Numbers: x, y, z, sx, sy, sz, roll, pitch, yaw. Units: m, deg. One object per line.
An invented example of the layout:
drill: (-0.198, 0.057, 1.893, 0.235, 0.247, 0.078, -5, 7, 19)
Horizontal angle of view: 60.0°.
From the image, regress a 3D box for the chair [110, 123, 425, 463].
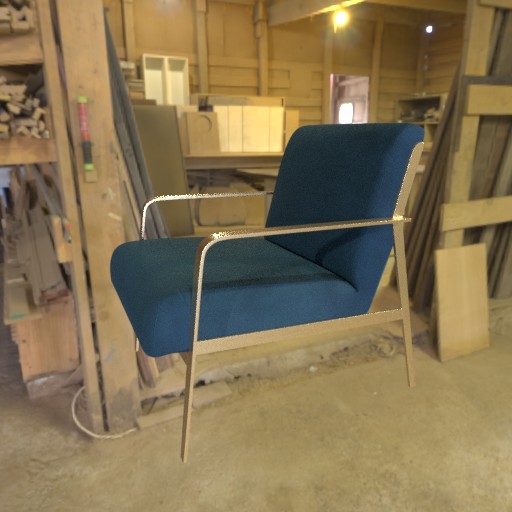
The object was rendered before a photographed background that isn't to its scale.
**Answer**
chair: (0.000, 0.000, 1.445, 0.859, 0.831, 0.692, -7, 17, -24)
